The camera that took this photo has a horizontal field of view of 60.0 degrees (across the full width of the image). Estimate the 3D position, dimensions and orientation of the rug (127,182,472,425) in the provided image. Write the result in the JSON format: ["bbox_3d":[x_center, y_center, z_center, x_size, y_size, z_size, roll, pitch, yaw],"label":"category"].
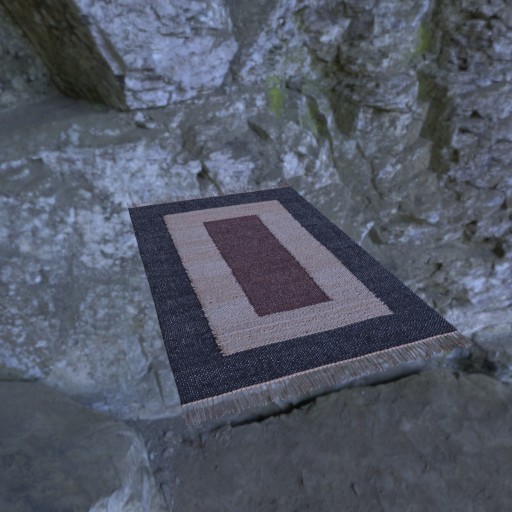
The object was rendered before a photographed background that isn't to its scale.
[{"bbox_3d":[0.000,0.000,2.495,1.224,0.027,2.021,-10,32,-17],"label":"rug"}]
